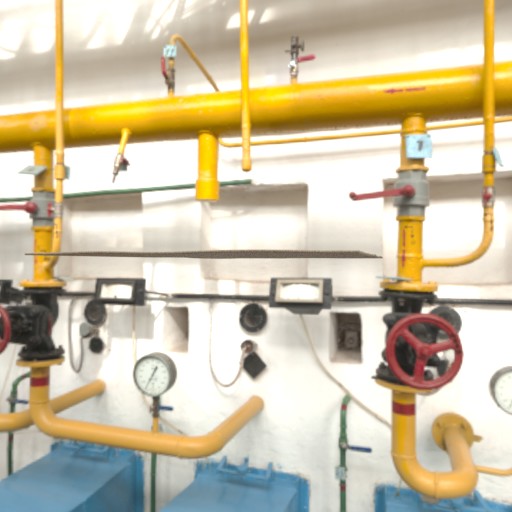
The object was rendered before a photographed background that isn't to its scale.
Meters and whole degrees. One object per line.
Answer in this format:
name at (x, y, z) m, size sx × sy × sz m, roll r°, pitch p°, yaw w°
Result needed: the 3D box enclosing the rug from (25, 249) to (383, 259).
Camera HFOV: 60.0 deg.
rug at (0.000, 0.000, 2.333) m, size 1.220 × 0.013 × 1.829 m, roll 0°, pitch -1°, yaw 18°
